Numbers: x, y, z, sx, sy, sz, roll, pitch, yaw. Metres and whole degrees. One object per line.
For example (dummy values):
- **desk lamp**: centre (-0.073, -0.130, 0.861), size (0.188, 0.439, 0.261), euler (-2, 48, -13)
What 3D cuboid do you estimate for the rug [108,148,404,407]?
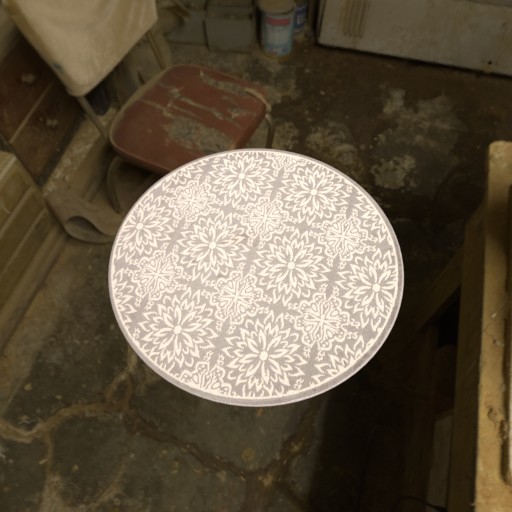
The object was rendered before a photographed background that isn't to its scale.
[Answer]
- **rug**: centre (0.000, 0.000, 2.422), size (1.593, 0.012, 1.593), euler (0, 59, 0)
